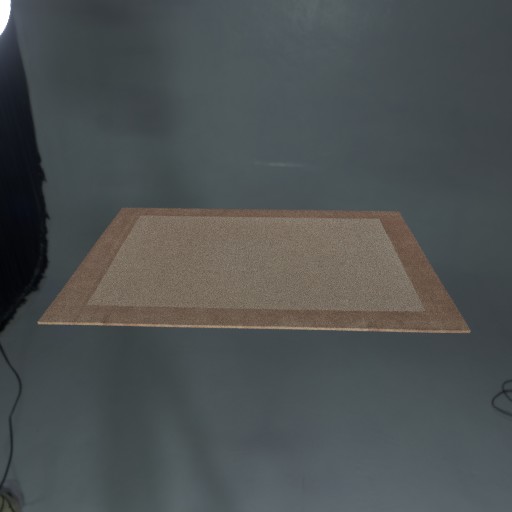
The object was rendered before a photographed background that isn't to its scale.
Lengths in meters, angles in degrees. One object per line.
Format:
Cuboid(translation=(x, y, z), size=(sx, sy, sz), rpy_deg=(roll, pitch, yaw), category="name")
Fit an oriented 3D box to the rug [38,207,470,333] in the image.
Cuboid(translation=(0.000, 0.000, 2.396), size=(1.829, 0.014, 1.219), rpy_deg=(1, 30, 2), category="rug")
